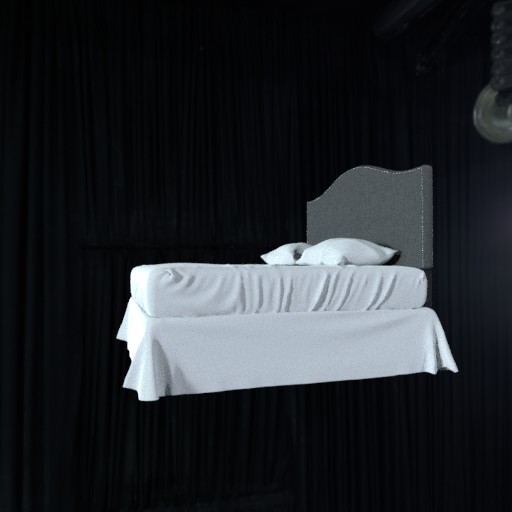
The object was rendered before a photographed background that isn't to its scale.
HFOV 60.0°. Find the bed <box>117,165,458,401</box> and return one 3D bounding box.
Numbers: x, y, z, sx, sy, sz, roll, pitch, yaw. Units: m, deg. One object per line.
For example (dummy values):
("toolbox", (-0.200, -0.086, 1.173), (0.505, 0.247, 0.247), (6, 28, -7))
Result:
("bed", (0.000, 0.000, 3.774), (2.219, 1.651, 2.314), (0, -1, -18))
